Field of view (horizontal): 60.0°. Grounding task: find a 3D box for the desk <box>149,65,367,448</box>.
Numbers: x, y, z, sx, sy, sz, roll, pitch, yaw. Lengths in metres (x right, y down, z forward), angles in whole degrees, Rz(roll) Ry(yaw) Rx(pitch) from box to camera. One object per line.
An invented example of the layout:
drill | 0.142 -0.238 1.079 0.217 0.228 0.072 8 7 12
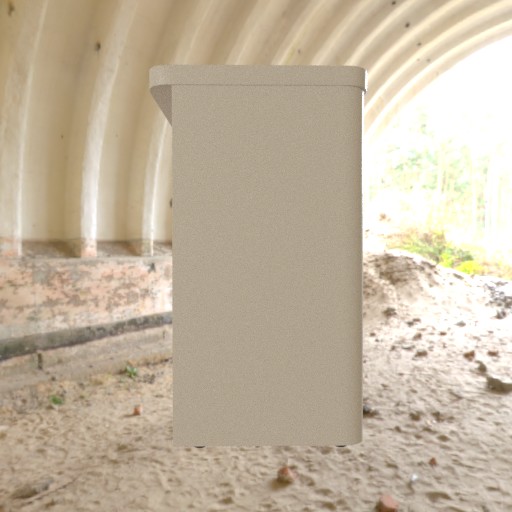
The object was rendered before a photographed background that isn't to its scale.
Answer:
desk | 0.000 0.000 1.270 0.446 0.760 0.790 0 1 -1
